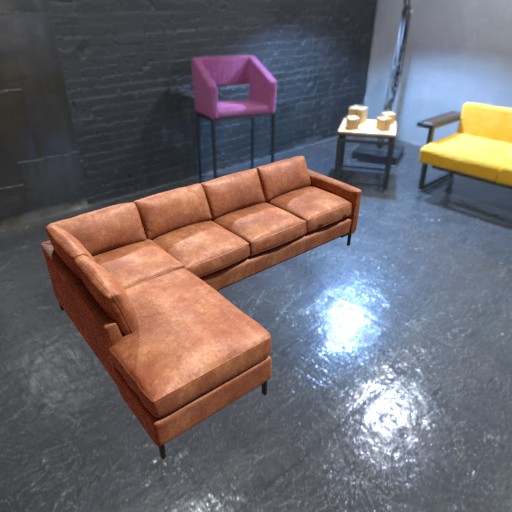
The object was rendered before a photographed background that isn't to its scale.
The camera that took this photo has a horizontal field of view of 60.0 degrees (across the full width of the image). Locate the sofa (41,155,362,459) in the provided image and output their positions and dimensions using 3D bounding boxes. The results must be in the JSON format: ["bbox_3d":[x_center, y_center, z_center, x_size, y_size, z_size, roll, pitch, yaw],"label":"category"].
[{"bbox_3d":[0.000,0.000,3.824,2.984,0.877,1.938,-22,37,-33],"label":"sofa"}]
